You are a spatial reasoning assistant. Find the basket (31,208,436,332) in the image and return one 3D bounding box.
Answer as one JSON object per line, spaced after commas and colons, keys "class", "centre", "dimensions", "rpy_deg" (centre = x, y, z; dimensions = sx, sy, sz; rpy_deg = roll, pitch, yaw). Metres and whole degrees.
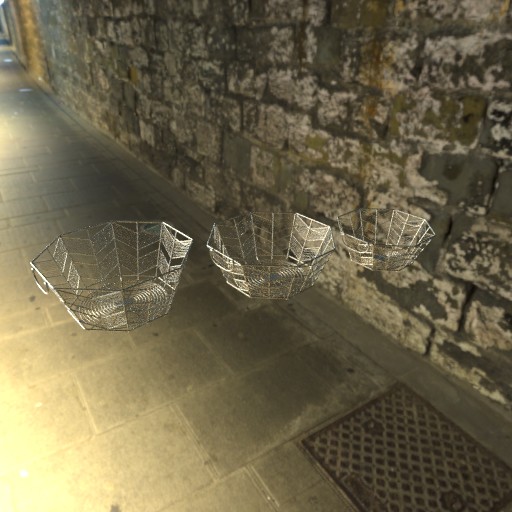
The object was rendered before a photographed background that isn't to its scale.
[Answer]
{"class": "basket", "centre": [0.000, 0.000, 1.377], "dimensions": [1.246, 0.178, 0.432], "rpy_deg": [-9, 30, -16]}
